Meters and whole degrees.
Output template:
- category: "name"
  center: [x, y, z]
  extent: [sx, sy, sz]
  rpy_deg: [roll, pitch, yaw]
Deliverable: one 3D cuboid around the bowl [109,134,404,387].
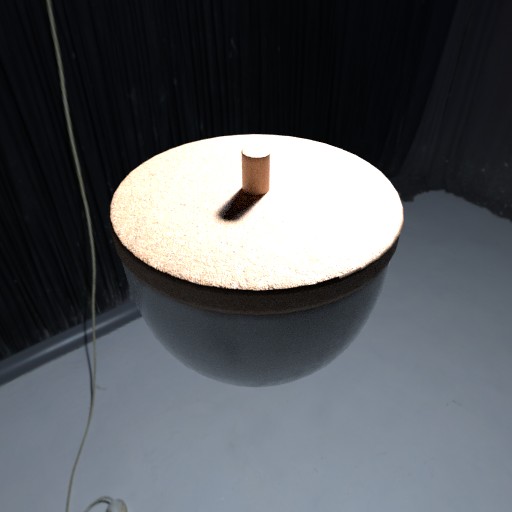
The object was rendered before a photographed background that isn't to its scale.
- category: "bowl"
  center: [0.000, 0.000, 0.217]
  extent: [0.126, 0.110, 0.126]
  rpy_deg: [0, 39, 0]
